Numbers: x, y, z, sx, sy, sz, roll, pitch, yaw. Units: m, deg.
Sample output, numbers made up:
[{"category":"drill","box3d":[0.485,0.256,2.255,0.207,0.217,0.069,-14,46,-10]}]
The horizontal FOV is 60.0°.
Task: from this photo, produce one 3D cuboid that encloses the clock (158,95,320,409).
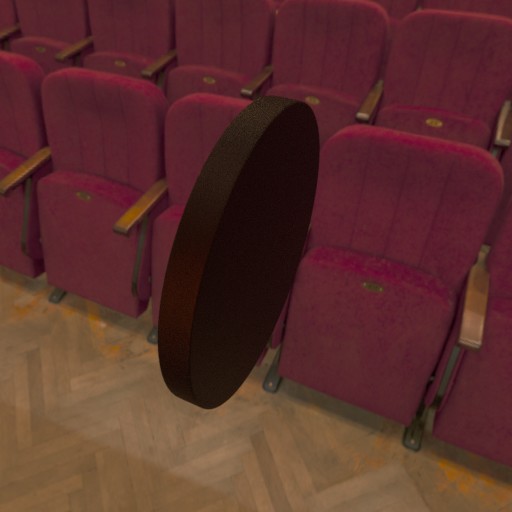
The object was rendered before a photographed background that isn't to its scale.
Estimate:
[{"category":"clock","box3d":[0.000,0.000,0.459,0.029,0.314,0.314,18,48,17]}]
